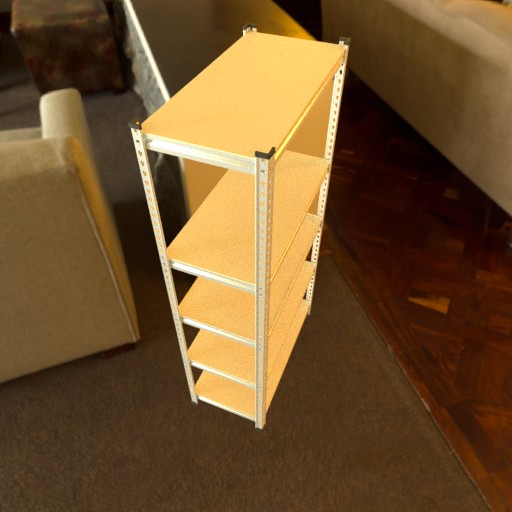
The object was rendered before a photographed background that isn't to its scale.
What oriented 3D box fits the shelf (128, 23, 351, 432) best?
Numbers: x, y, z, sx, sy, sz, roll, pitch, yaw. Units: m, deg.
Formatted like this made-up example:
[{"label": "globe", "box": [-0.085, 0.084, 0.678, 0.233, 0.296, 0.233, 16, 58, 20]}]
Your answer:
[{"label": "shelf", "box": [0.000, 0.000, 2.209, 0.457, 1.829, 0.914, 16, 48, 15]}]
